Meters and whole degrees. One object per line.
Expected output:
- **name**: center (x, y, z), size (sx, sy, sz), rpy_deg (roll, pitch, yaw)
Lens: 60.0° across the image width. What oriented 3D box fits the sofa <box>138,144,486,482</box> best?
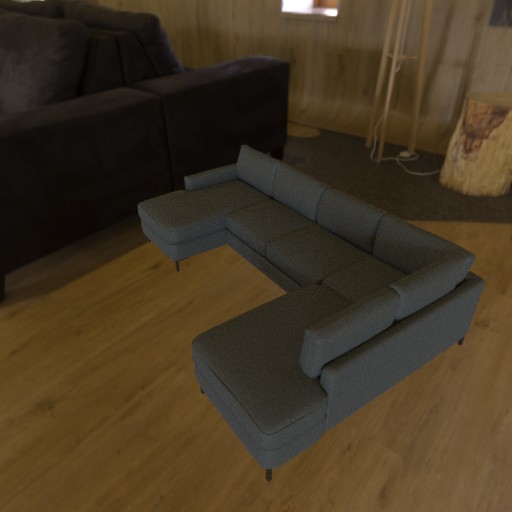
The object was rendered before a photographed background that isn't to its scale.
- **sofa**: center (0.000, 0.000, 3.740), size (1.984, 0.858, 2.975), rpy_deg (-21, 38, -29)
